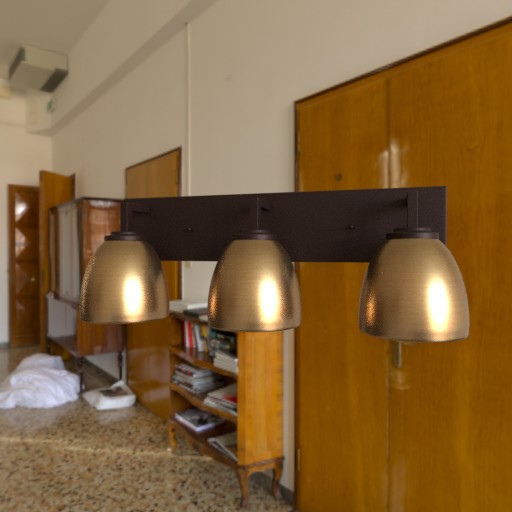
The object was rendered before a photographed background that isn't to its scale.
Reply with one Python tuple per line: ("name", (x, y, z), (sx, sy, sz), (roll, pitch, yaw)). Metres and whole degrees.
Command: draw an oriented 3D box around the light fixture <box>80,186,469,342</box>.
("light fixture", (0.000, 0.000, 0.666), (0.582, 0.204, 0.157), (0, 1, 17))
